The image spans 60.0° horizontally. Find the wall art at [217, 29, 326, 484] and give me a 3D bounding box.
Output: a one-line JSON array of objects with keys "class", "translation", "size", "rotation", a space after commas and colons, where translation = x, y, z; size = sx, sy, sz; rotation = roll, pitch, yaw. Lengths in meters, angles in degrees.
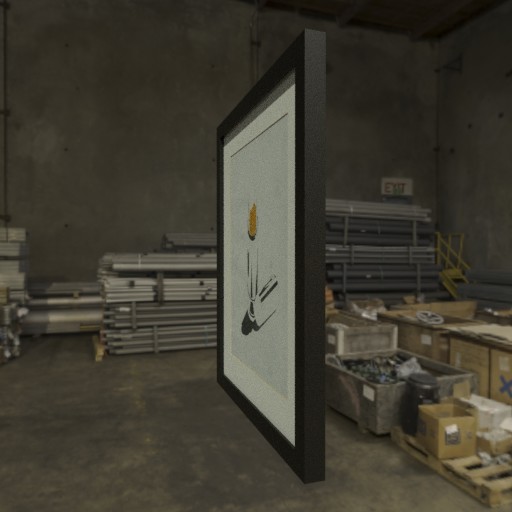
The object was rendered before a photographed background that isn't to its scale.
[{"class": "wall art", "translation": [0.000, 0.000, 0.765], "size": [0.029, 0.559, 0.457], "rotation": [0, 0, -19]}]
